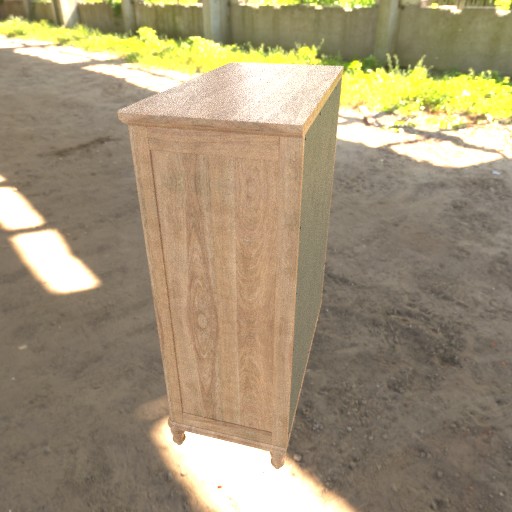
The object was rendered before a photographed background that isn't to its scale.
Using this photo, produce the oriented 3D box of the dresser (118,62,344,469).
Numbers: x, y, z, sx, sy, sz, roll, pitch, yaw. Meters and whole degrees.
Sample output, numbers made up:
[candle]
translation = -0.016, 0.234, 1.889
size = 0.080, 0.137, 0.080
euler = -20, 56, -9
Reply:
[dresser]
translation = 0.000, 0.000, 1.795
size = 0.484, 1.318, 0.973
euler = 8, 32, 13
